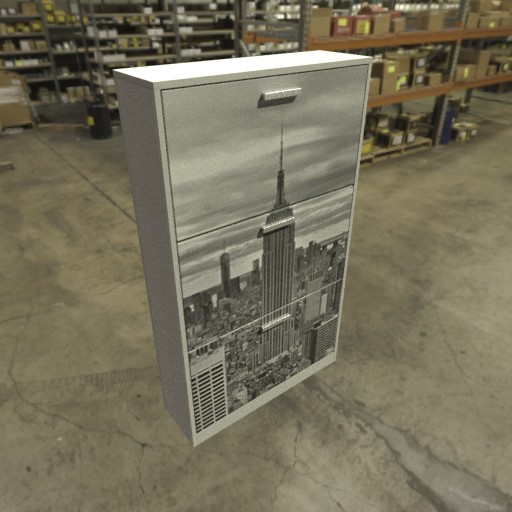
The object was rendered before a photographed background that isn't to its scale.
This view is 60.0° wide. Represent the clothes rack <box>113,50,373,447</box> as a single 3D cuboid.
[{"bbox_3d":[0.000,0.000,1.591,0.750,1.280,0.250,-21,37,-31],"label":"clothes rack"}]
